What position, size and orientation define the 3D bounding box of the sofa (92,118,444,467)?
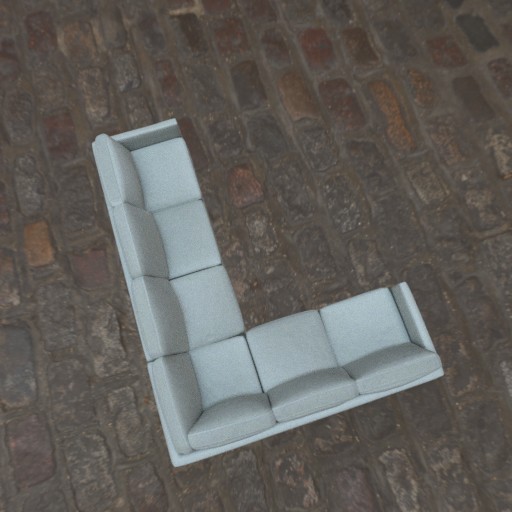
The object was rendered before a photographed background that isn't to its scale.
[{"bbox_3d":[0.000,0.000,4.514,2.592,0.947,3.301,-17,76,-4],"label":"sofa"}]
